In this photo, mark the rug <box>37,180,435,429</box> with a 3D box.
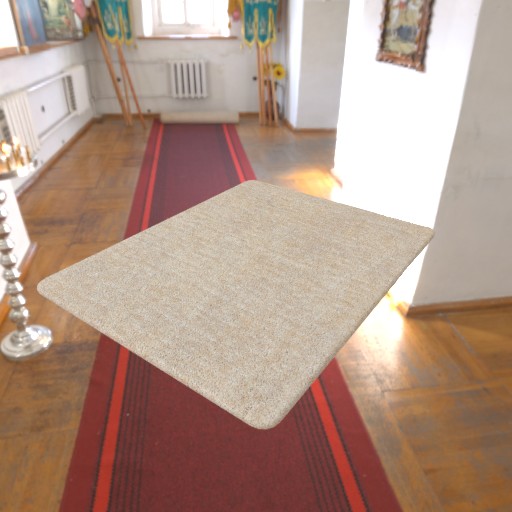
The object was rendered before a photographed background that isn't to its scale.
[{"bbox_3d":[0.000,0.000,3.434,2.009,0.048,2.528,21,37,31],"label":"rug"}]
